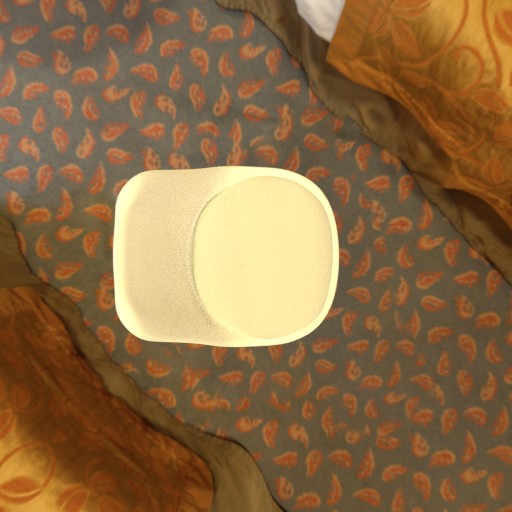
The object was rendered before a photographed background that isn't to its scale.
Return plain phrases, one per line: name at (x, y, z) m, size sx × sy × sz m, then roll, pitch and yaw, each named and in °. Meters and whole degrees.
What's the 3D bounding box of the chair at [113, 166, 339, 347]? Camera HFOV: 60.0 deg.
chair at (0.000, 0.000, 1.291) m, size 0.550 × 0.930 × 0.550 m, roll 0°, pitch 90°, yaw -1°
